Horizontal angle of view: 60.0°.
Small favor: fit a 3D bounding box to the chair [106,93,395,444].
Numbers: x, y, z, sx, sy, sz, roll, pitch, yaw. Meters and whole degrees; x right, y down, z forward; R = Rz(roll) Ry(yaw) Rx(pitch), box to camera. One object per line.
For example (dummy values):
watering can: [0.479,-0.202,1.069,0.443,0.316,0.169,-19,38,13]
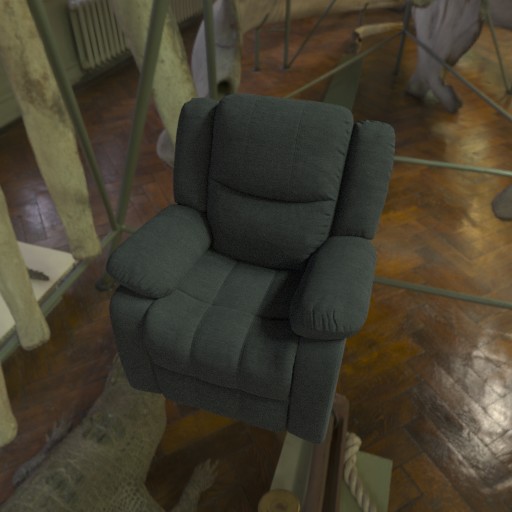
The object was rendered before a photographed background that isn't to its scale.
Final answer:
chair: [0.000,0.000,1.732,0.899,1.008,0.944,12,42,13]
